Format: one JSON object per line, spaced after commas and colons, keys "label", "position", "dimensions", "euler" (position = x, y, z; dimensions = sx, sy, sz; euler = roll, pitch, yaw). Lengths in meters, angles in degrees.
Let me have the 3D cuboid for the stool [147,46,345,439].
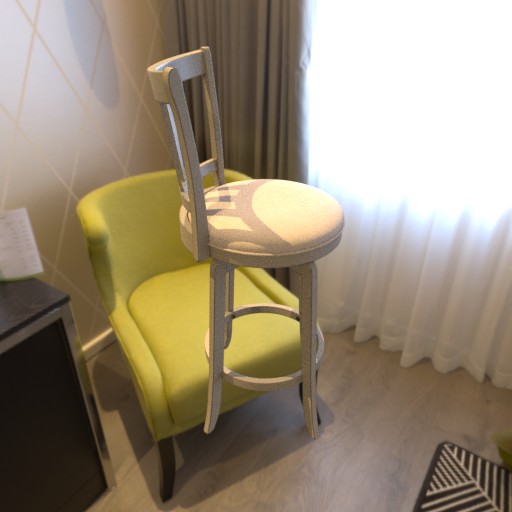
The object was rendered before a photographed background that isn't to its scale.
{"label": "stool", "position": [0.000, 0.000, 1.260], "dimensions": [0.475, 1.042, 0.436], "euler": [2, 30, 3]}
